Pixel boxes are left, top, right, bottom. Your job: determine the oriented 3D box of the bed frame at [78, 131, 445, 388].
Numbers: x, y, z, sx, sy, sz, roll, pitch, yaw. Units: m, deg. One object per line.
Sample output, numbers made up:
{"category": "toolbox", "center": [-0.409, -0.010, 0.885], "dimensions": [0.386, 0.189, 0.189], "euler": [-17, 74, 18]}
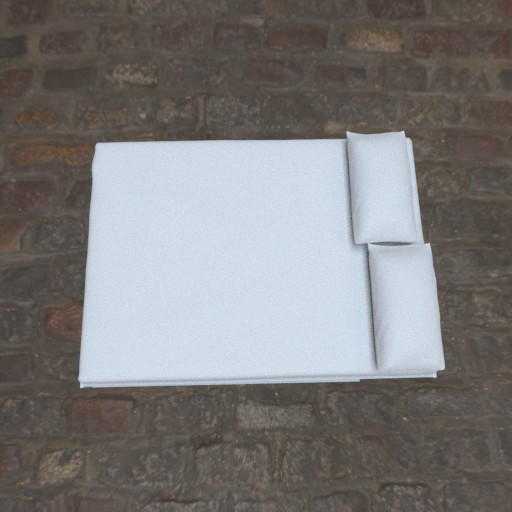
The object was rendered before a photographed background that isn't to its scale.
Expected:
{"category": "bed frame", "center": [0.000, 0.000, 2.602], "dimensions": [1.950, 0.629, 1.450], "euler": [-1, 76, 0]}
